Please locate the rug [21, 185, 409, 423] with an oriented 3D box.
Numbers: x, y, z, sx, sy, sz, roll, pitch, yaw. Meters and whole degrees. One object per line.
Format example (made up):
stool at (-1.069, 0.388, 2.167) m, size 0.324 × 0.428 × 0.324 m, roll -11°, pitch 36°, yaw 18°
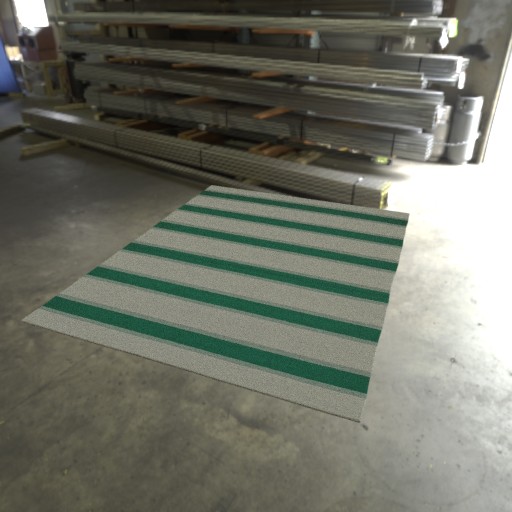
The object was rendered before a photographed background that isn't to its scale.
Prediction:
rug at (0.000, 0.000, 4.021) m, size 2.434 × 0.019 × 3.041 m, roll 11°, pitch 31°, yaw 19°
